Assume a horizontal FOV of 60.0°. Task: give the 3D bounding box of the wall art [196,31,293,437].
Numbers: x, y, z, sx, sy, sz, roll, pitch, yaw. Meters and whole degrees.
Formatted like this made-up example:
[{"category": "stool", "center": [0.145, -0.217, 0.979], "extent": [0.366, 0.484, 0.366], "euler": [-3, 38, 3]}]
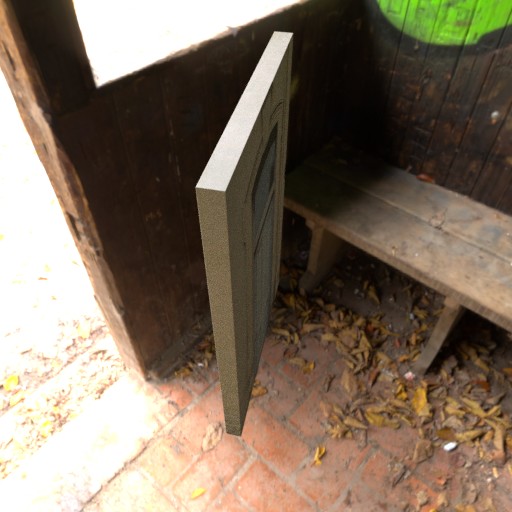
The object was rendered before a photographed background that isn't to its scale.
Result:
[{"category": "wall art", "center": [0.000, 0.000, 0.985], "extent": [0.038, 0.764, 0.508], "euler": [9, 48, 9]}]
